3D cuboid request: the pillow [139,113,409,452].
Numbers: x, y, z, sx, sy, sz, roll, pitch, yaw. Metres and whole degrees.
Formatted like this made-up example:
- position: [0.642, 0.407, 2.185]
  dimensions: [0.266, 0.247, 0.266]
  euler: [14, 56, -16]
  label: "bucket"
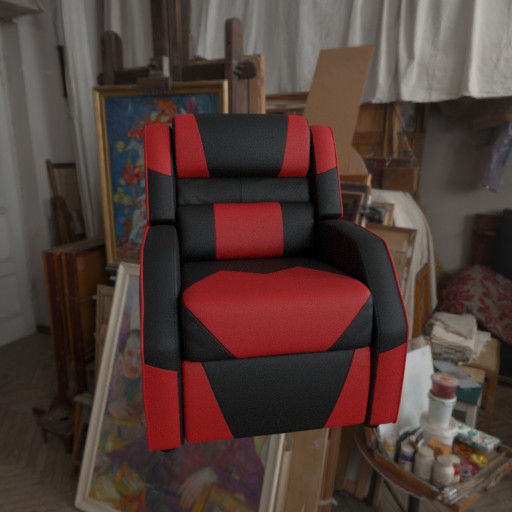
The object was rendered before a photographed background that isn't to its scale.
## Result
- position: [0.000, 0.000, 1.259]
  dimensions: [0.620, 0.805, 0.672]
  euler: [-3, 15, -10]
  label: "pillow"
